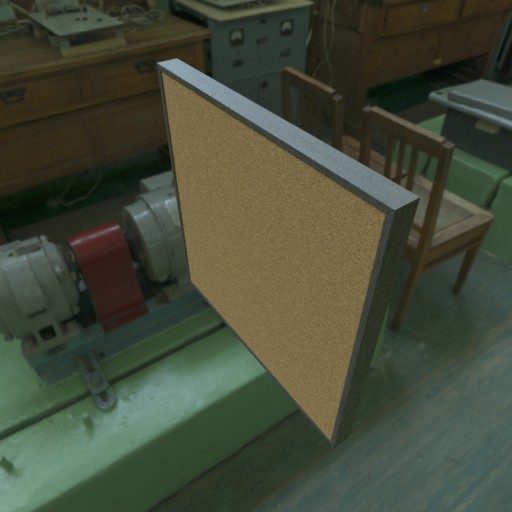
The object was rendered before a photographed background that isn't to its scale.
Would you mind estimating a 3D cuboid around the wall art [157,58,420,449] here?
[{"bbox_3d":[0.000,0.000,0.756,0.037,0.507,0.507,-26,48,-26],"label":"wall art"}]
